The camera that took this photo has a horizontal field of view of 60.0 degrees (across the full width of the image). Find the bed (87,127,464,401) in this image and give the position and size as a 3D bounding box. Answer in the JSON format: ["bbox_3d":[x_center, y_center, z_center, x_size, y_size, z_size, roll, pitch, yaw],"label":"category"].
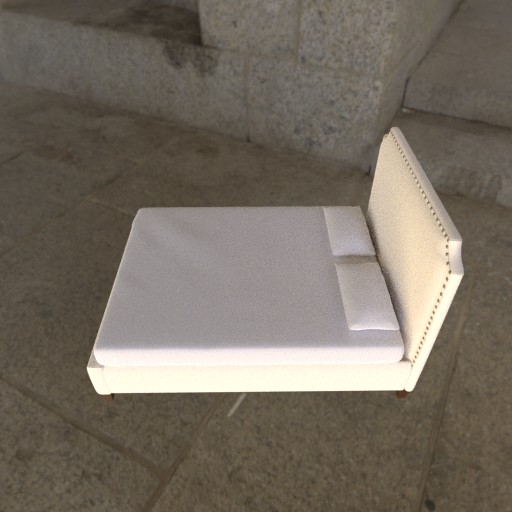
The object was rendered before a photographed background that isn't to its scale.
[{"bbox_3d":[0.000,0.000,3.502,2.372,1.497,1.712,0,41,0],"label":"bed"}]
